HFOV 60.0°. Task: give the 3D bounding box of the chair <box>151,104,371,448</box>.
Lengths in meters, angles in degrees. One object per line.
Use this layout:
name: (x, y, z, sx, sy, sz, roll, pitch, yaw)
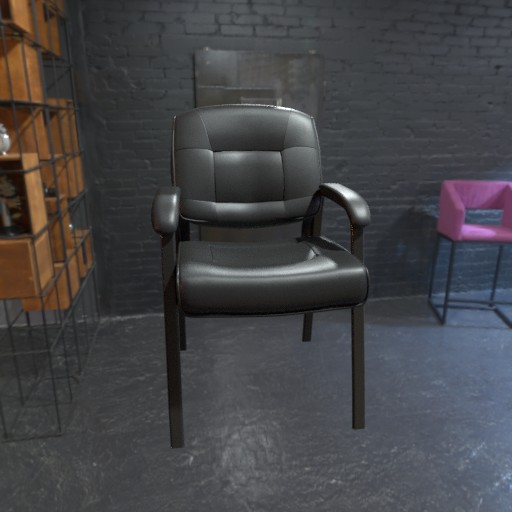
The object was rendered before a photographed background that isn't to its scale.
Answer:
chair: (0.000, 0.000, 1.367, 0.591, 0.910, 0.668, -2, 17, -8)
